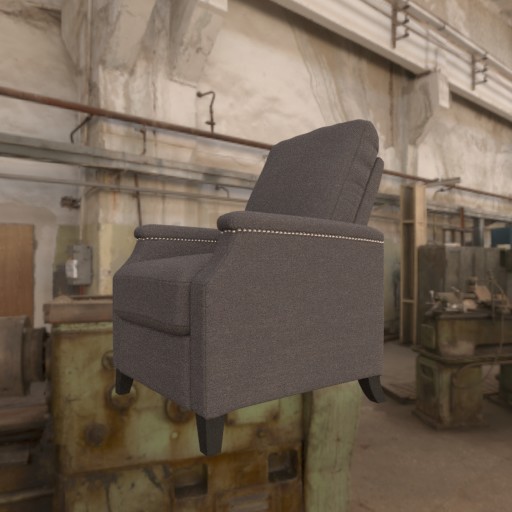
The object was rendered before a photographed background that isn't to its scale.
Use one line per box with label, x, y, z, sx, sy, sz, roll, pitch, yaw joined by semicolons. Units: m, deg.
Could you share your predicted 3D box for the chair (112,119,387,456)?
chair;0.000;0.000;1.673;0.922;1.049;0.710;0;0;-37
